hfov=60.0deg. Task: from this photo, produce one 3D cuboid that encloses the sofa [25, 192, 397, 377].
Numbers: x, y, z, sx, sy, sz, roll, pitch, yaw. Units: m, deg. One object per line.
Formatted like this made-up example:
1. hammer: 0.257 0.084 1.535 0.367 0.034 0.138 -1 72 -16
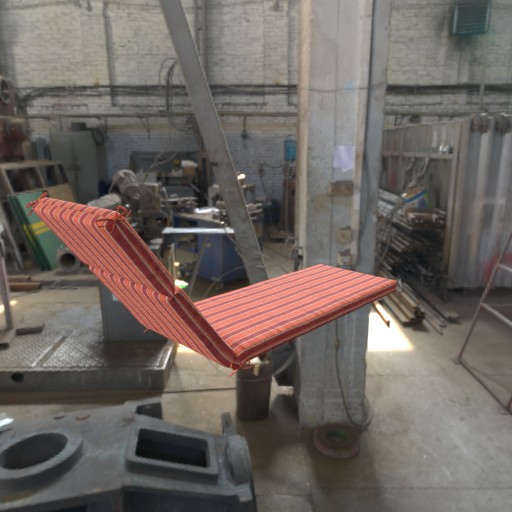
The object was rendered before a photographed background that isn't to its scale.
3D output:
1. sofa: 0.000 0.000 1.922 0.582 0.622 1.663 13 19 43
